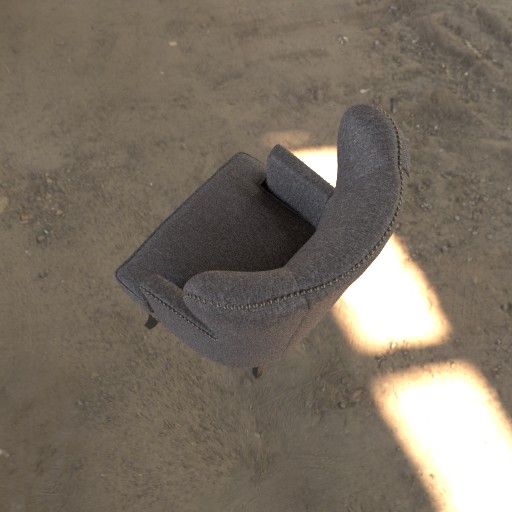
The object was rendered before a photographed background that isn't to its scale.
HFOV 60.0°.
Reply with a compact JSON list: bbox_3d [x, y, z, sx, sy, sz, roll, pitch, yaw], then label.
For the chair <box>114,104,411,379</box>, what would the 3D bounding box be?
[{"bbox_3d":[0.000,0.000,1.586,0.758,1.060,0.759,35,68,16],"label":"chair"}]
